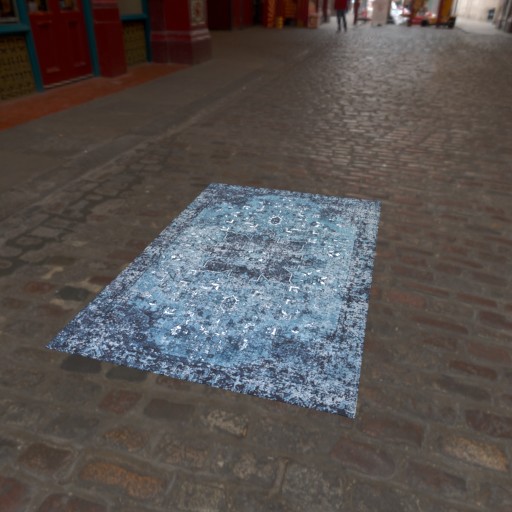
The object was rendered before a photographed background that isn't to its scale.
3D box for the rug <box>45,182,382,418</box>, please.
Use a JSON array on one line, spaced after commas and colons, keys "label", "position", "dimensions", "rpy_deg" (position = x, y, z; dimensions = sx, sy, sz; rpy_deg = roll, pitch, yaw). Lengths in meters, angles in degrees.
[{"label": "rug", "position": [0.000, 0.000, 2.365], "dimensions": [1.219, 0.005, 1.828], "rpy_deg": [9, 32, 14]}]
